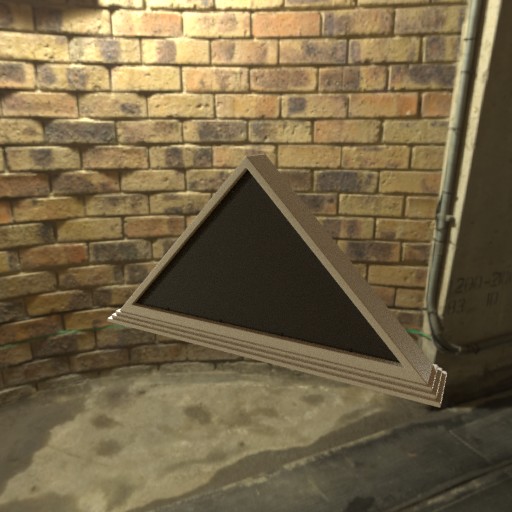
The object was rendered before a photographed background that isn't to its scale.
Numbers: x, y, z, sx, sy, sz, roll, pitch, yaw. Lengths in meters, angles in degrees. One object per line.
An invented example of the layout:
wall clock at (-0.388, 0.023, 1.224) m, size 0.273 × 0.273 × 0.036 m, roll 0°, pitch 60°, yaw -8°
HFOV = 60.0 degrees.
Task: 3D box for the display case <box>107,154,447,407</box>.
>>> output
display case at (0.000, 0.000, 0.765) m, size 0.640 × 0.340 × 0.095 m, roll 8°, pitch 18°, yaw 26°
